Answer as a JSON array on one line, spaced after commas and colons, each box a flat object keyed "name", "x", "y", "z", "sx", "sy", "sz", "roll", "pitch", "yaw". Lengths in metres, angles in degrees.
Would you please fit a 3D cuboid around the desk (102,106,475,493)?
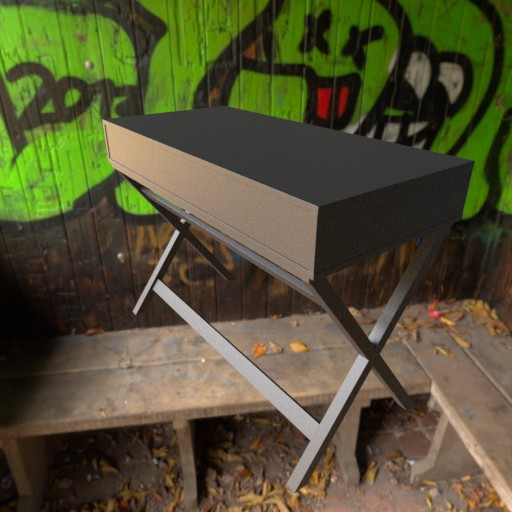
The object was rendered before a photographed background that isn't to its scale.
[{"name": "desk", "x": 0.000, "y": 0.000, "z": 1.457, "sx": 0.525, "sy": 0.780, "sz": 1.057, "roll": -19, "pitch": 32, "yaw": -32}]
